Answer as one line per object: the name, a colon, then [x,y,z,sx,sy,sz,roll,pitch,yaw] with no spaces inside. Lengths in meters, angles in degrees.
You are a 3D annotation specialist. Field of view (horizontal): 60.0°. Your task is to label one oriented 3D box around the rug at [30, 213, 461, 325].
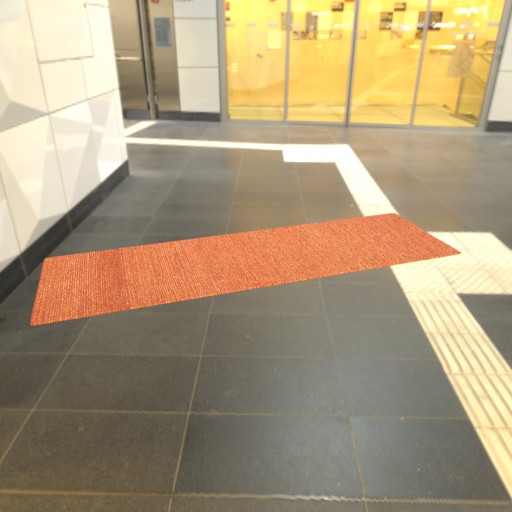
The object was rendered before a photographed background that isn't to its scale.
rug: [0.000,0.000,2.550,2.307,0.012,0.687,-8,28,-16]
